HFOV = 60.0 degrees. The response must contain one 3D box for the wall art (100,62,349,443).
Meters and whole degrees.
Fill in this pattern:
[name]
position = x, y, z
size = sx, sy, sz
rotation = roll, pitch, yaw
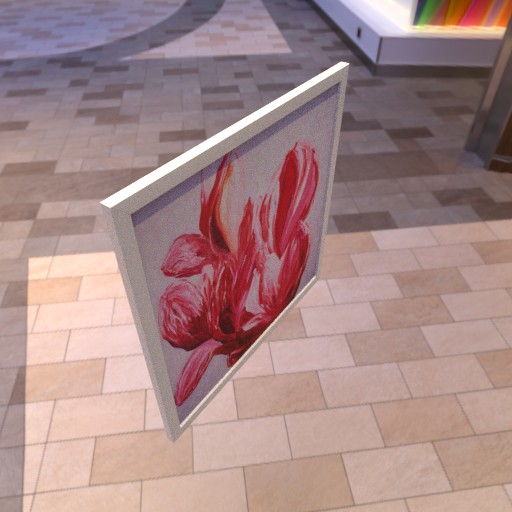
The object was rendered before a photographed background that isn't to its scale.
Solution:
[wall art]
position = 0.000, 0.000, 0.996
size = 0.020, 0.661, 0.664
rotation = 26, 48, 26
